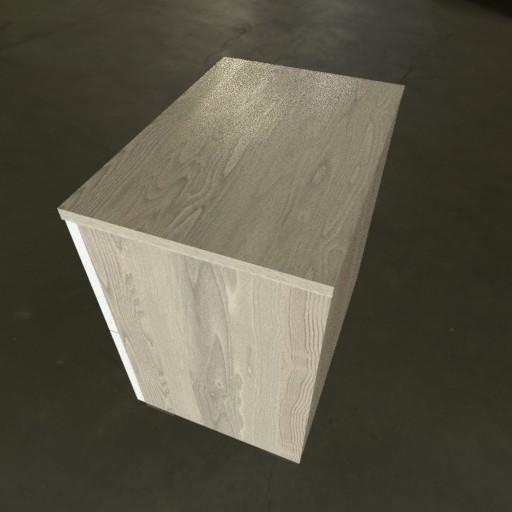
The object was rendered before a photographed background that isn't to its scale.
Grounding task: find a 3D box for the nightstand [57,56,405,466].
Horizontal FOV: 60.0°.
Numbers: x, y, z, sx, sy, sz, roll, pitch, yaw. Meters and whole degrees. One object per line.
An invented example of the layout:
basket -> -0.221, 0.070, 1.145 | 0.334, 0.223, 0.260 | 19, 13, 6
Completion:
nightstand -> 0.000, 0.000, 0.754 | 0.325, 0.461, 0.442 | 16, 48, 15
